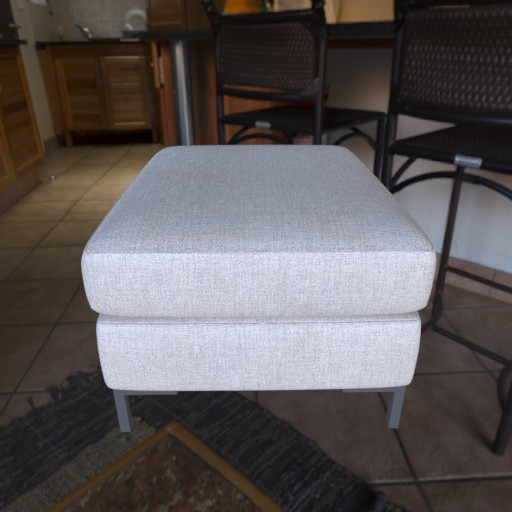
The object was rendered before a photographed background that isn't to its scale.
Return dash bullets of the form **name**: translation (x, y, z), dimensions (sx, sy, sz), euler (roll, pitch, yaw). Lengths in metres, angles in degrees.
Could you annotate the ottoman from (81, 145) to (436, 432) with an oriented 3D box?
- **ottoman**: translation (0.000, 0.000, 1.222), dimensions (0.671, 0.490, 0.820), euler (0, 26, -1)
